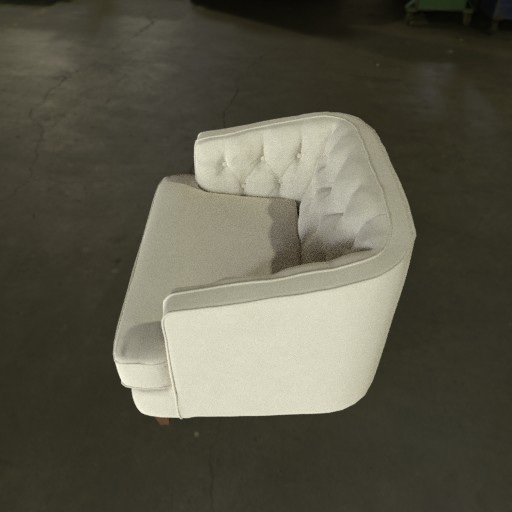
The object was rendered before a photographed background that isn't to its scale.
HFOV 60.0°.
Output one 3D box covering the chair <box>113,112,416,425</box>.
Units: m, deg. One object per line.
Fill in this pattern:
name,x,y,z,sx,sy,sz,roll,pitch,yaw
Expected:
chair,0.000,0.000,1.786,0.941,0.852,1.104,0,42,0
